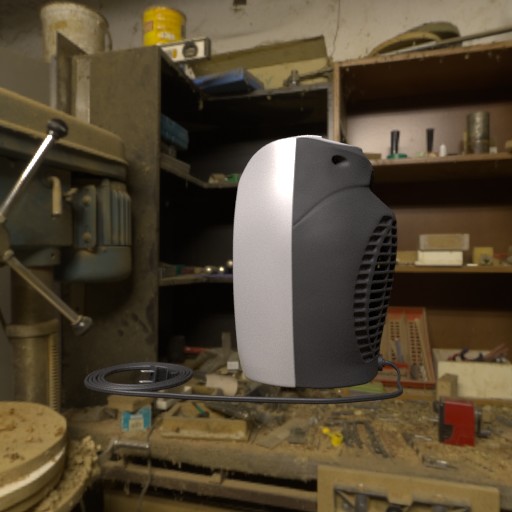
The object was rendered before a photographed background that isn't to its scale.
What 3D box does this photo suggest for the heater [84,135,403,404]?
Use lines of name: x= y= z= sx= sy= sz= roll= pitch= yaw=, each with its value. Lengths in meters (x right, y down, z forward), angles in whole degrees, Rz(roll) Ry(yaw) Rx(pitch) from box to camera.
heater: x=0.000 y=0.000 z=0.465 sx=0.291 sy=0.240 sz=0.239 roll=0 pitch=0 yaw=17
